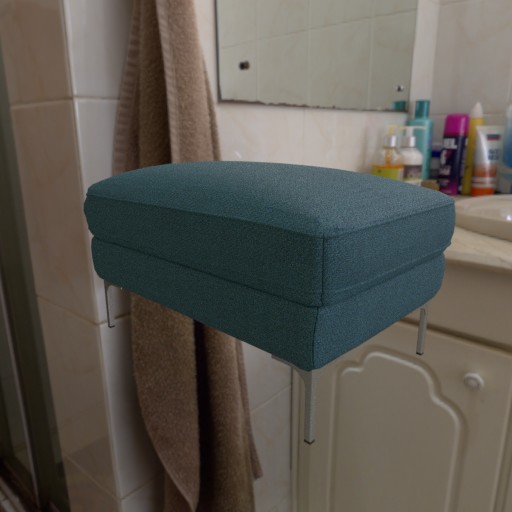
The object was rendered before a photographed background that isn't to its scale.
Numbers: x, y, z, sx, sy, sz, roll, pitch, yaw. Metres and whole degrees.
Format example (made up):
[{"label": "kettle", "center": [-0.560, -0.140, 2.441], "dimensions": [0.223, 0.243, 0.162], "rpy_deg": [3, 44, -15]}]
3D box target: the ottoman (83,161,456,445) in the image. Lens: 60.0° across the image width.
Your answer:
[{"label": "ottoman", "center": [0.000, 0.000, 1.206], "dimensions": [0.856, 0.498, 0.563], "rpy_deg": [14, 21, 42]}]
